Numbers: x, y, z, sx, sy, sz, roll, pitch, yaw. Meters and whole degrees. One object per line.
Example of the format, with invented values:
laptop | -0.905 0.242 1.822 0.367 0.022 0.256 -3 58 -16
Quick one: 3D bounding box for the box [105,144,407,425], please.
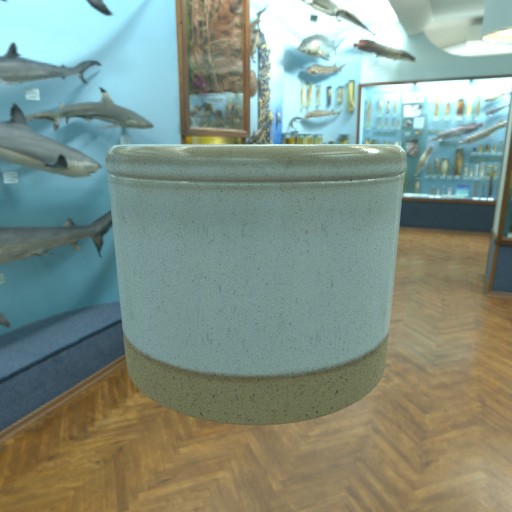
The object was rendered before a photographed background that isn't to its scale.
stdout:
box | 0.000 0.000 0.251 0.154 0.123 0.154 0 14 0
